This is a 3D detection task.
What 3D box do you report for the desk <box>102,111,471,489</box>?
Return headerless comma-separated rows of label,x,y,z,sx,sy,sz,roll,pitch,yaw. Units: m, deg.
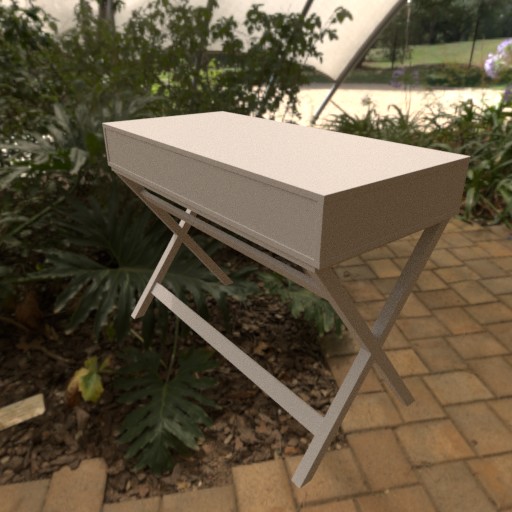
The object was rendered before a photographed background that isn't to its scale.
desk,0.000,0.000,1.473,0.525,0.780,1.057,-19,31,-34
